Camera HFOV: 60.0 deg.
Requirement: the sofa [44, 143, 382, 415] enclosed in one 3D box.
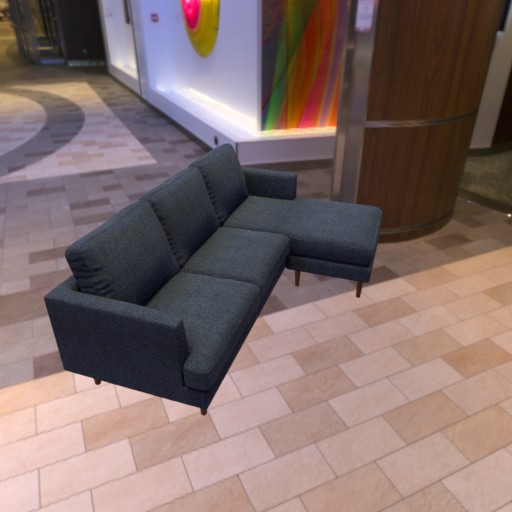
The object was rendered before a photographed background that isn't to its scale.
[{"bbox_3d":[0.000,0.000,3.015,1.504,0.956,2.233,10,31,16],"label":"sofa"}]
